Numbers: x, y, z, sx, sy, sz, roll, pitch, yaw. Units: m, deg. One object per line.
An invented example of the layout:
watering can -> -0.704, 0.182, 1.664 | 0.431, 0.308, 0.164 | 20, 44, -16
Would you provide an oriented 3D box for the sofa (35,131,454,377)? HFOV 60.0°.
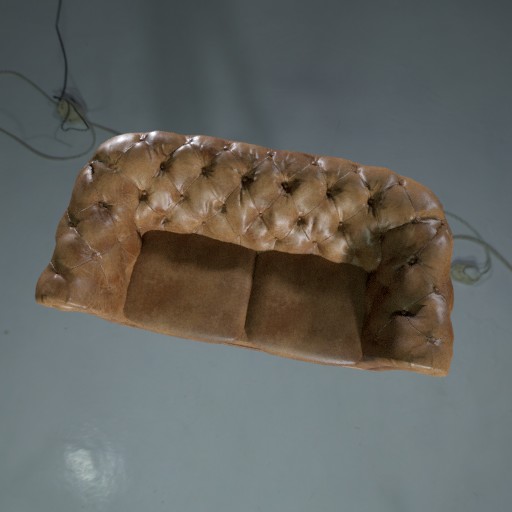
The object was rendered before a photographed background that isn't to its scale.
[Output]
sofa -> 0.000, 0.000, 2.505 | 1.979, 0.877, 1.042 | 10, 74, 3
